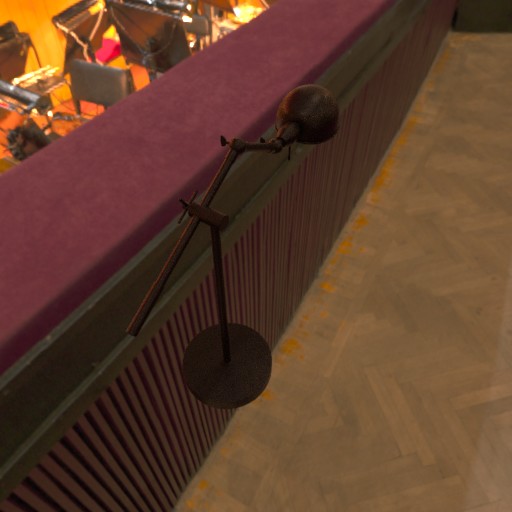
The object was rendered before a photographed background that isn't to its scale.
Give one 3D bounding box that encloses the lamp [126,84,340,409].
[{"bbox_3d":[0.000,0.000,0.820,0.185,0.495,0.567,25,52,22],"label":"lamp"}]
